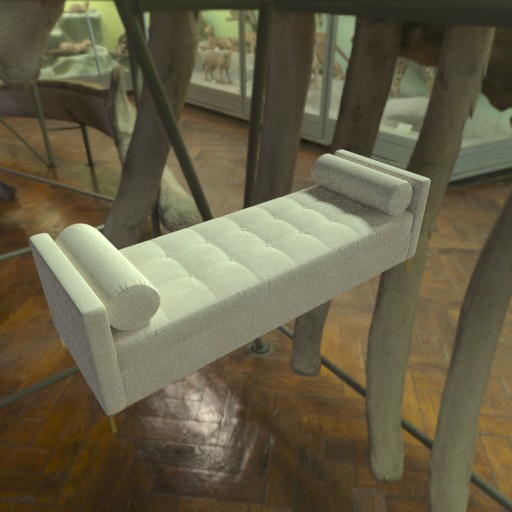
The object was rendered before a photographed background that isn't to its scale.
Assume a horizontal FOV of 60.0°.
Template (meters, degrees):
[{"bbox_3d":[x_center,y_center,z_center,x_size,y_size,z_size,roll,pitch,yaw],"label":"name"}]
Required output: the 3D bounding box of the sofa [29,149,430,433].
[{"bbox_3d":[0.000,0.000,2.360,1.981,0.635,0.686,-22,38,-32],"label":"sofa"}]
